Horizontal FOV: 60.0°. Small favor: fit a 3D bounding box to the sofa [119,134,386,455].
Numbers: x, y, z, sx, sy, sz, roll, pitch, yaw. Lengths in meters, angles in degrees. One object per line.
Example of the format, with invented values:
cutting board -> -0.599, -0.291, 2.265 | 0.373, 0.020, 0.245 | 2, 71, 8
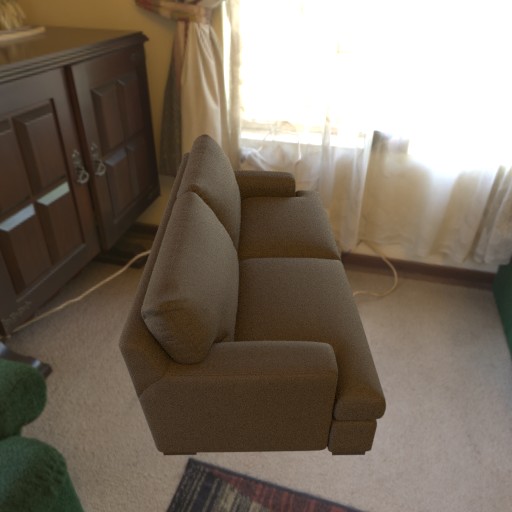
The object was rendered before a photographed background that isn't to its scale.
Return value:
sofa -> 0.000, 0.000, 2.834 | 1.140, 0.950, 2.271 | 0, 33, -1
